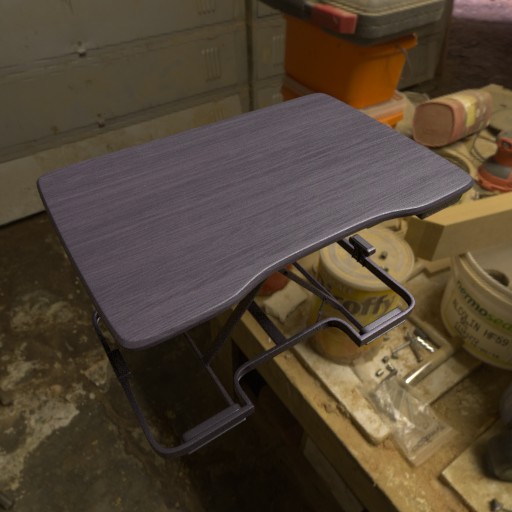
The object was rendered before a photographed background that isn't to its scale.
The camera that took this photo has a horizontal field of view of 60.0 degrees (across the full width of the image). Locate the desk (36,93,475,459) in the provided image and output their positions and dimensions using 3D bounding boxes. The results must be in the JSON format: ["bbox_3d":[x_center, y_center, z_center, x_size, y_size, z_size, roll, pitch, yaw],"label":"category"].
[{"bbox_3d":[0.000,0.000,1.115,0.820,0.470,0.546,-24,49,-23],"label":"desk"}]
